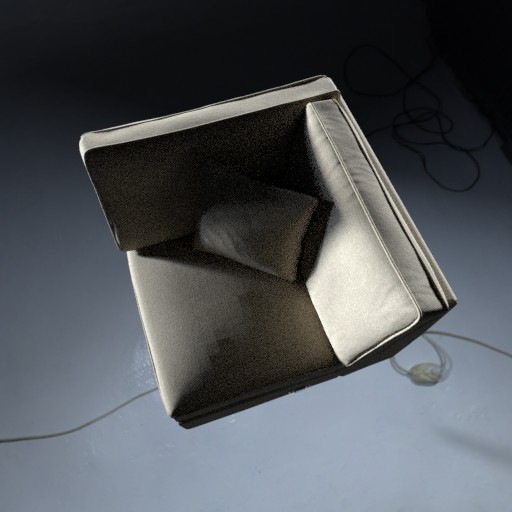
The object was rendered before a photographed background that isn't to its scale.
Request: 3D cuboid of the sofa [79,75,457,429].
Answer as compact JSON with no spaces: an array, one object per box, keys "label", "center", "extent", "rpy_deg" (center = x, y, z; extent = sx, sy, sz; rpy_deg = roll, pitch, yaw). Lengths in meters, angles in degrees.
[{"label":"sofa","center":[0.000,0.000,1.903],"extent":[1.084,1.002,1.146],"rpy_deg":[-17,66,-8]}]
